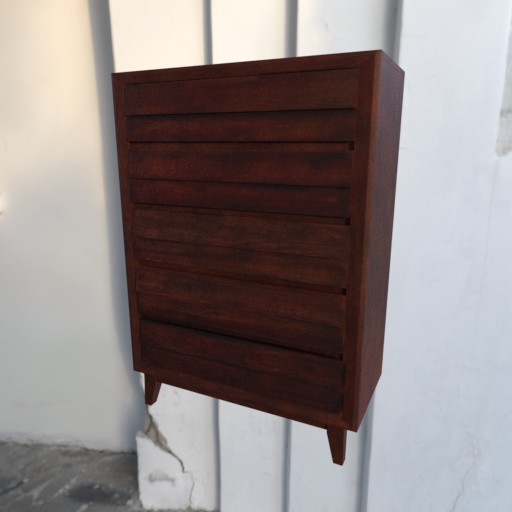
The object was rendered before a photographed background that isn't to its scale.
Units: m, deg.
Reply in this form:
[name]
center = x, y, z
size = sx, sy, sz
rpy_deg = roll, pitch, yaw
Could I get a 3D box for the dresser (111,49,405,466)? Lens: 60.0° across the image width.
[dresser]
center = 0.000, 0.000, 1.956
size = 1.072, 1.514, 0.506
rpy_deg = 7, 16, 25
